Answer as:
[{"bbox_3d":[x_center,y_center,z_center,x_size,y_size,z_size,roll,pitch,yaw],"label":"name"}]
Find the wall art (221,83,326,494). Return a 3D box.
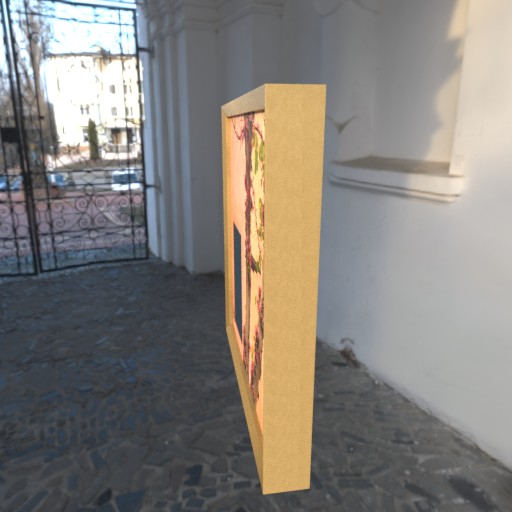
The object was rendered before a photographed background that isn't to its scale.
[{"bbox_3d":[0.000,0.000,0.456,0.038,0.305,0.304,-3,16,-9],"label":"wall art"}]
